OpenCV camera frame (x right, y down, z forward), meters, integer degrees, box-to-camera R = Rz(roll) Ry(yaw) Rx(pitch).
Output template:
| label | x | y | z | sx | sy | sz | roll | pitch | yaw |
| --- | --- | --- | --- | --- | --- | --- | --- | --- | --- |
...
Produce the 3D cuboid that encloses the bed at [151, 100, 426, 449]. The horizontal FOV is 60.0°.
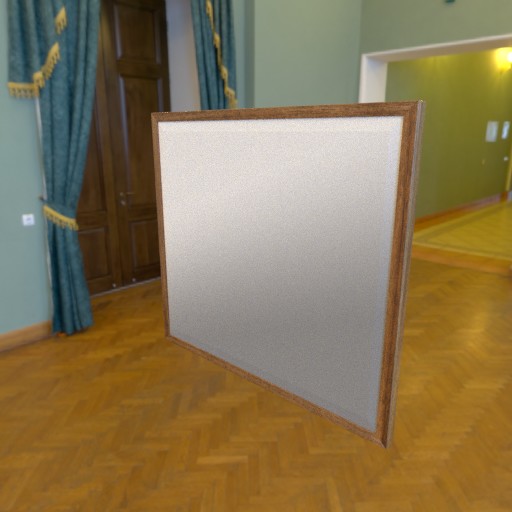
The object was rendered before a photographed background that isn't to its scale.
| label | x | y | z | sx | sy | sz | roll | pitch | yaw |
| --- | --- | --- | --- | --- | --- | --- | --- | --- | --- |
| bed | 0.000 | 0.000 | 1.486 | 1.041 | 0.940 | 0.043 | 14 | 21 | 41 |
